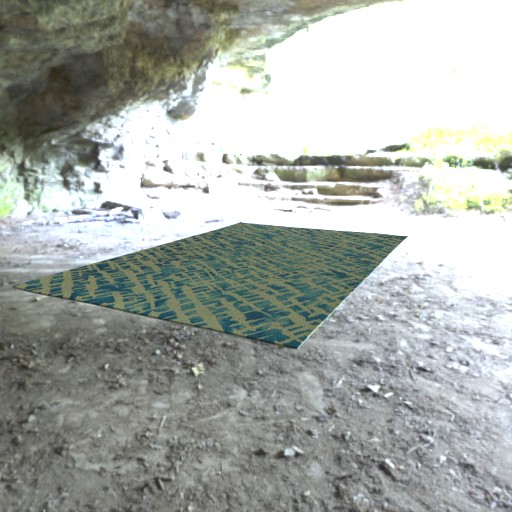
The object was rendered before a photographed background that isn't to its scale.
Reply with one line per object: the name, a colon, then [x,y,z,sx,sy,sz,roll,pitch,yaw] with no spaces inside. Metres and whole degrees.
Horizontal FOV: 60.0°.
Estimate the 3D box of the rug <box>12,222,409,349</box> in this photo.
rug: [0.000,0.000,2.260,1.209,0.011,1.830,7,15,27]
